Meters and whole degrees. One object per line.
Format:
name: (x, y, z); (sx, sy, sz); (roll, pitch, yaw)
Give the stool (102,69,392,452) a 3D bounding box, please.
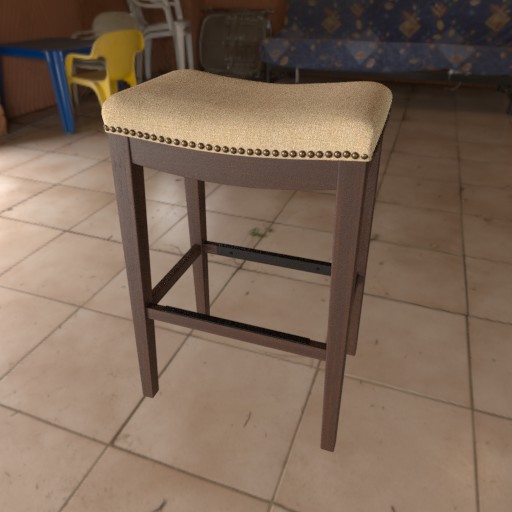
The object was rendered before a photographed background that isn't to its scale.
stool: (0.000, 0.000, 1.048); (0.509, 0.768, 0.363); (10, 33, 16)
